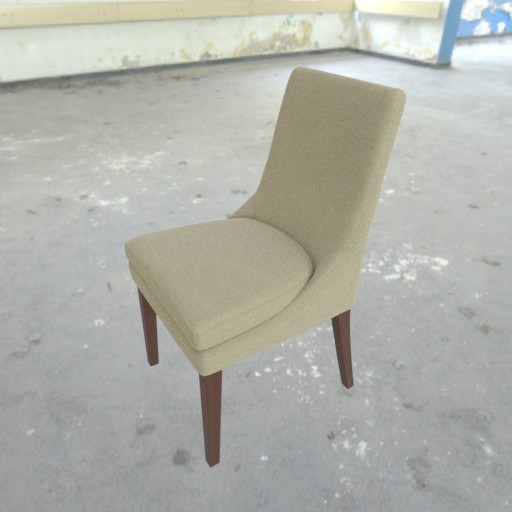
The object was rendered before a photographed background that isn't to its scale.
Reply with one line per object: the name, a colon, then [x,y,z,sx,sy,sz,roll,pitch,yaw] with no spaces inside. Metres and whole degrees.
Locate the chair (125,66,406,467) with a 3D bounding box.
chair: [0.000,0.000,1.298,0.638,0.940,0.515,-19,37,-27]
